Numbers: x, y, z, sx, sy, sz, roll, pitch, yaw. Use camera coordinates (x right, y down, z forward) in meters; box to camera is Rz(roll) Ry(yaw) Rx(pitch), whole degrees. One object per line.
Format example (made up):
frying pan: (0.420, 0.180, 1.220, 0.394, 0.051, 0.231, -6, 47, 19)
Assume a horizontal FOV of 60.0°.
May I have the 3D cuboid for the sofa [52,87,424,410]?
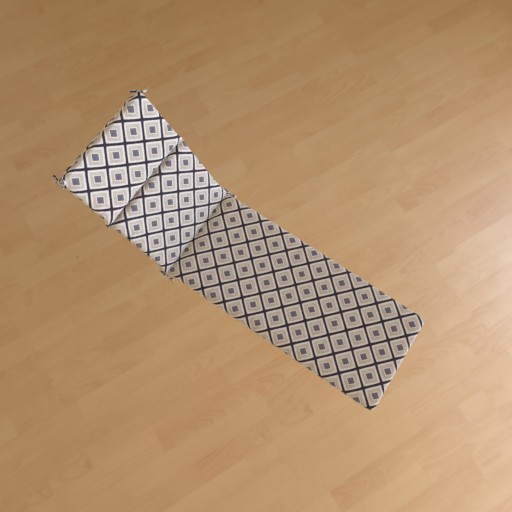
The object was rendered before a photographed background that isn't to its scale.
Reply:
sofa: (0.000, 0.000, 1.997, 1.663, 0.622, 0.582, 33, 77, 9)
